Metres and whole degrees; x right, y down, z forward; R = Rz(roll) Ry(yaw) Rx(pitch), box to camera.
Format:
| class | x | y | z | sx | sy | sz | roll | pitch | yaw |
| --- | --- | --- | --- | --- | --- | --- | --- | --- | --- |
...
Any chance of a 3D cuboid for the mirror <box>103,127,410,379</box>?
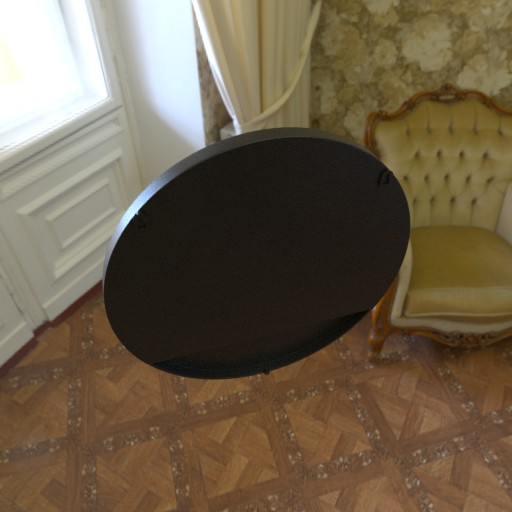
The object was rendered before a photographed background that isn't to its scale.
| class | x | y | z | sx | sy | sz | roll | pitch | yaw |
| --- | --- | --- | --- | --- | --- | --- | --- | --- | --- |
| mirror | 0.000 | 0.000 | 0.692 | 0.457 | 0.457 | 0.133 | -12 | 43 | -13 |
